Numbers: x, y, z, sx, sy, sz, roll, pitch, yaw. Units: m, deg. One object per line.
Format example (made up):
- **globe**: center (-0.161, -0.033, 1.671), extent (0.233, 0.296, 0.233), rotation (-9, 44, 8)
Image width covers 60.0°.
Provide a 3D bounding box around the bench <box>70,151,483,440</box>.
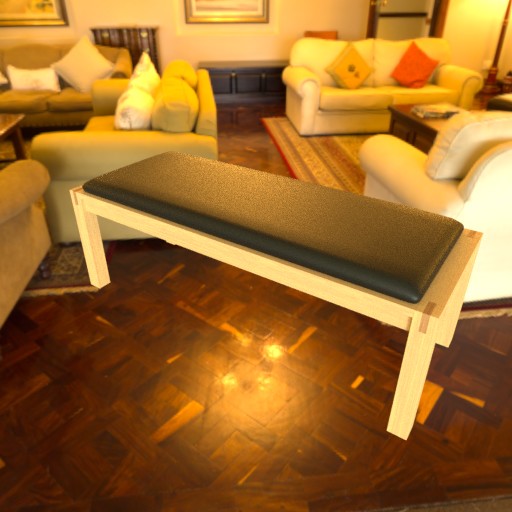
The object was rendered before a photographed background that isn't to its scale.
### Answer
- **bench**: center (0.000, 0.000, 1.430), extent (1.202, 0.430, 0.450), rotation (19, 36, 29)
